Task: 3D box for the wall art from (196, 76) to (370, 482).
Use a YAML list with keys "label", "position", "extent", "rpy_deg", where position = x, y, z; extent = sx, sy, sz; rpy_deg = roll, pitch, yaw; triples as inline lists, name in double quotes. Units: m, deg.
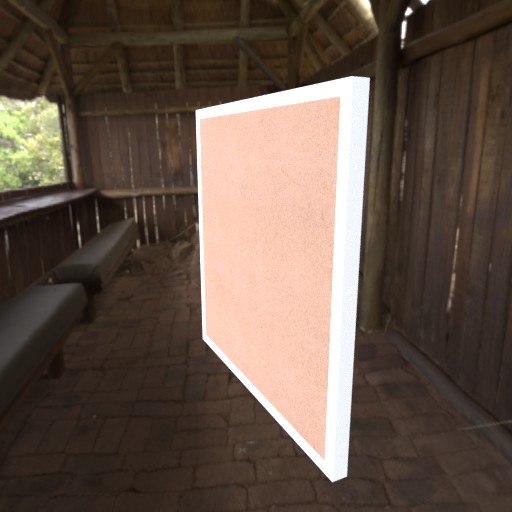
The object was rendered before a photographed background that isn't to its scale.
- label: "wall art"
  position: [0.000, 0.000, 1.133]
  extent: [0.036, 0.760, 0.760]
  rpy_deg: [-7, 15, -26]
